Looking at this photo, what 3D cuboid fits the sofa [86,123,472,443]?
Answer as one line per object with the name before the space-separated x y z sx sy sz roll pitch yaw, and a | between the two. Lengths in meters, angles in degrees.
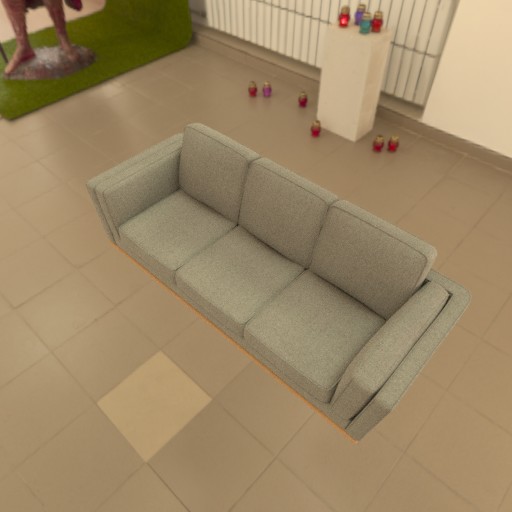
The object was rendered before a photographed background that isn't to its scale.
sofa | 0.000 0.000 2.822 2.362 0.899 0.903 34 56 27
